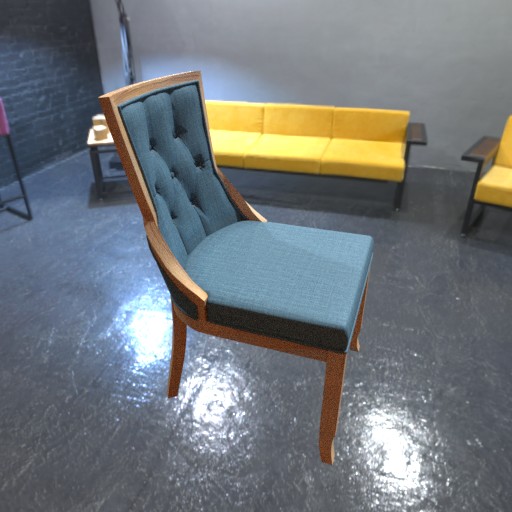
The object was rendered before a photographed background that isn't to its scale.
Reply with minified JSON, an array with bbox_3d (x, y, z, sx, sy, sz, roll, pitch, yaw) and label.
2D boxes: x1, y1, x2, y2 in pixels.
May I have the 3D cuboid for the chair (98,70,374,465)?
[{"bbox_3d":[0.000,0.000,1.311,0.641,0.947,0.524,10,31,17],"label":"chair"}]
